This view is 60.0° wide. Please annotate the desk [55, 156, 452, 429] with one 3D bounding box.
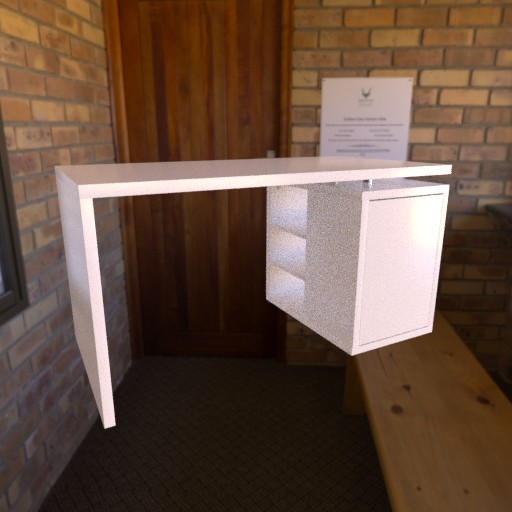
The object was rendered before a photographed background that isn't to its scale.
[{"bbox_3d":[0.000,0.000,1.842,1.400,0.740,0.690,-8,18,-27],"label":"desk"}]
